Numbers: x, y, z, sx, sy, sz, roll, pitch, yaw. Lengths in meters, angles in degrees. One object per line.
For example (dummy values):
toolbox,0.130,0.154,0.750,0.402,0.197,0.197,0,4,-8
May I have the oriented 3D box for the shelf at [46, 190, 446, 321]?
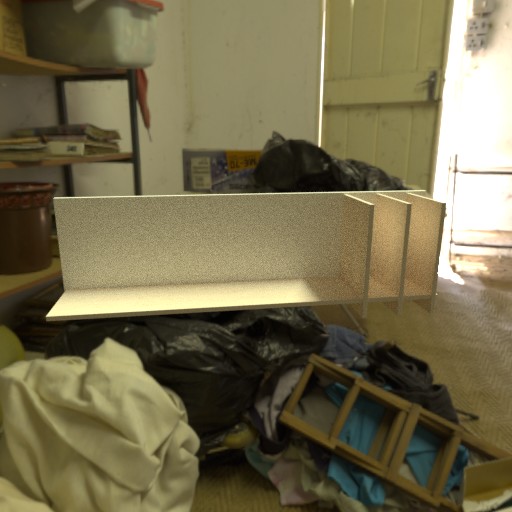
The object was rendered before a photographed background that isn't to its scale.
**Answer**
shelf,0.000,0.000,1.160,1.020,0.300,0.200,-2,16,-8
